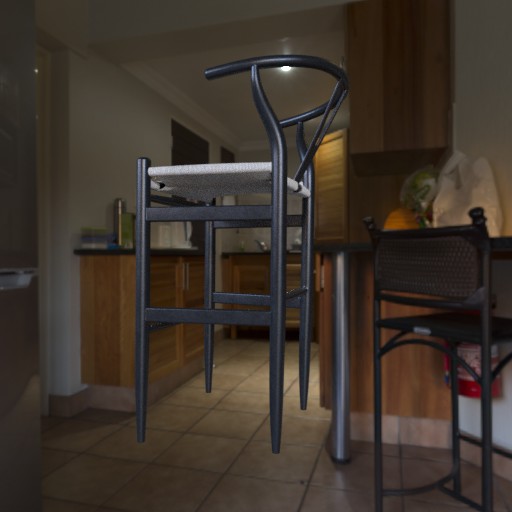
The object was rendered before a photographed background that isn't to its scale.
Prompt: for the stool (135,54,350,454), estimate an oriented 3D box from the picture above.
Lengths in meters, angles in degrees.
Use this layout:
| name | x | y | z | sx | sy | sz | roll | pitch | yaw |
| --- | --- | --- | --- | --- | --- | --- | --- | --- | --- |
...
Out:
| name | x | y | z | sx | sy | sz | roll | pitch | yaw |
| --- | --- | --- | --- | --- | --- | --- | --- | --- | --- |
| stool | 0.000 | 0.000 | 1.408 | 0.579 | 1.072 | 0.569 | 0 | 1 | 19 |
